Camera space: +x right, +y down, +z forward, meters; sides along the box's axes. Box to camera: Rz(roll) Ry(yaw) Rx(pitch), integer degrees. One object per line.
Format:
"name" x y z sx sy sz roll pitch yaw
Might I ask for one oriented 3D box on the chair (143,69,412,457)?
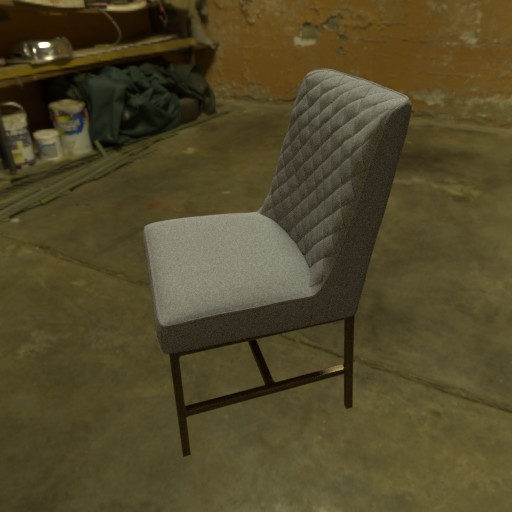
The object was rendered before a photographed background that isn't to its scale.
"chair" 0.000 0.000 1.221 0.587 0.889 0.508 -8 32 -14
